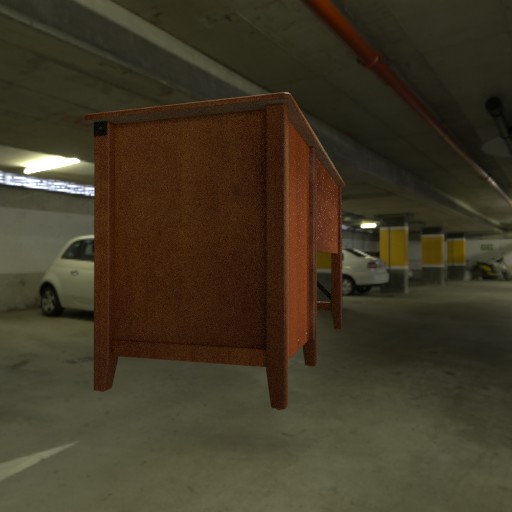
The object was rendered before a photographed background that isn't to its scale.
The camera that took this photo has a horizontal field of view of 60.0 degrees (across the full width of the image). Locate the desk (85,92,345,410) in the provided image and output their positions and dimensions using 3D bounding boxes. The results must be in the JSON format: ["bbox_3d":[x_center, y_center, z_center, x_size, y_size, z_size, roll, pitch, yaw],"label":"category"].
[{"bbox_3d":[0.000,0.000,1.759,0.574,0.756,1.353,0,0,17],"label":"desk"}]
